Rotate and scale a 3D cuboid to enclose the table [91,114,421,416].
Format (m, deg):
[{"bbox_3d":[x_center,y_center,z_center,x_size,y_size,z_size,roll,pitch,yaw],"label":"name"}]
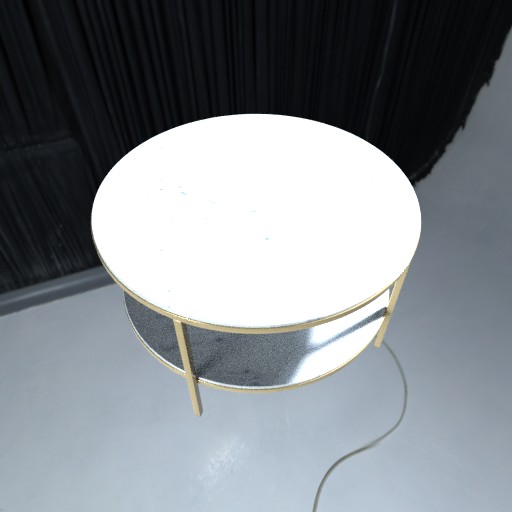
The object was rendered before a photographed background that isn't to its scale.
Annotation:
[{"bbox_3d":[0.000,0.000,1.266,0.800,0.450,0.800,0,46,0],"label":"table"}]
